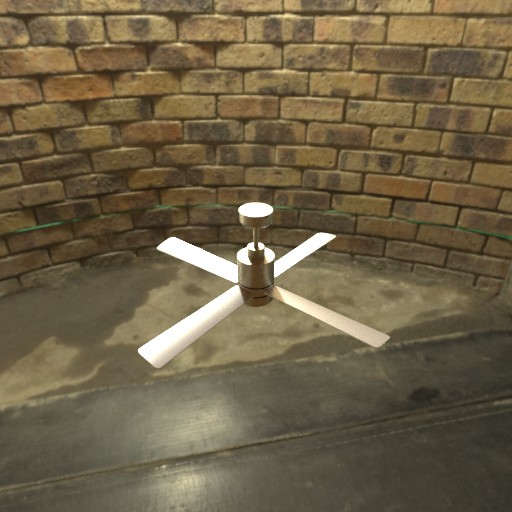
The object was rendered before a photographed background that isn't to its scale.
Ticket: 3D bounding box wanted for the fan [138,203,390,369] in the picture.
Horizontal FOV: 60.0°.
[{"bbox_3d":[0.000,0.000,2.357,1.525,0.539,1.525,23,37,33],"label":"fan"}]
